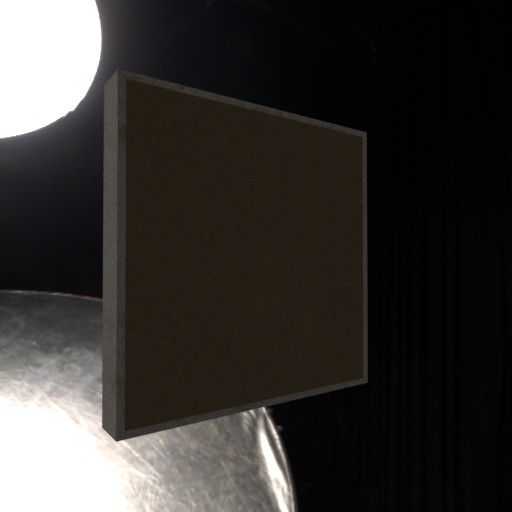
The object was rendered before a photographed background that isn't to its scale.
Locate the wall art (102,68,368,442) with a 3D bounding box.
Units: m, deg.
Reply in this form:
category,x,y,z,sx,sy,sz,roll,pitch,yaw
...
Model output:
category,x,y,z,sx,sy,sz,roll,pitch,yaw
wall art,0.000,0.000,0.464,0.305,0.303,0.038,1,-1,-36
